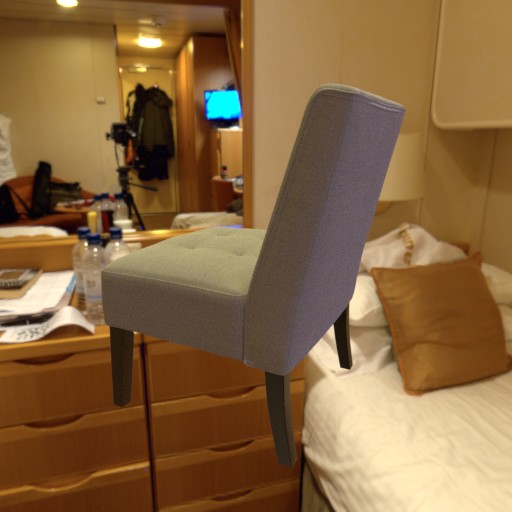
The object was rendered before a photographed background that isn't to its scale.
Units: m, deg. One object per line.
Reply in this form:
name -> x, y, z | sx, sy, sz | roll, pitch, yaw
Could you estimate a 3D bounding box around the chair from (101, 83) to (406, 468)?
chair -> 0.000, 0.000, 1.264 | 0.676, 0.853, 0.569 | 8, 17, 26
